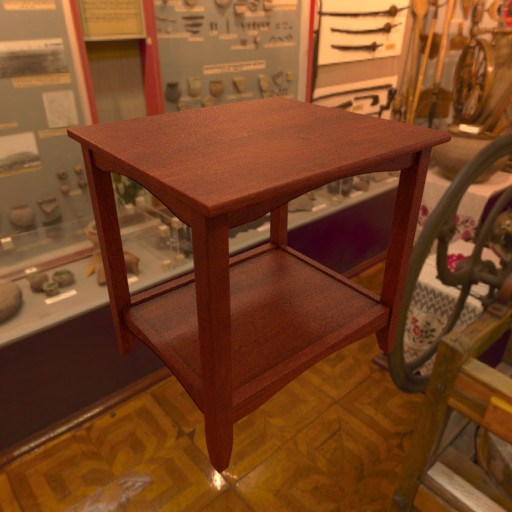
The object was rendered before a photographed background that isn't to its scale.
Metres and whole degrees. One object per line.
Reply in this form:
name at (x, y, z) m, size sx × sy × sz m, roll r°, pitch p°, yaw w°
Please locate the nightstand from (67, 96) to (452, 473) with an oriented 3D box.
nightstand at (0.000, 0.000, 0.996) m, size 0.558 × 0.558 × 0.501 m, roll -22°, pitch 36°, yaw -33°
